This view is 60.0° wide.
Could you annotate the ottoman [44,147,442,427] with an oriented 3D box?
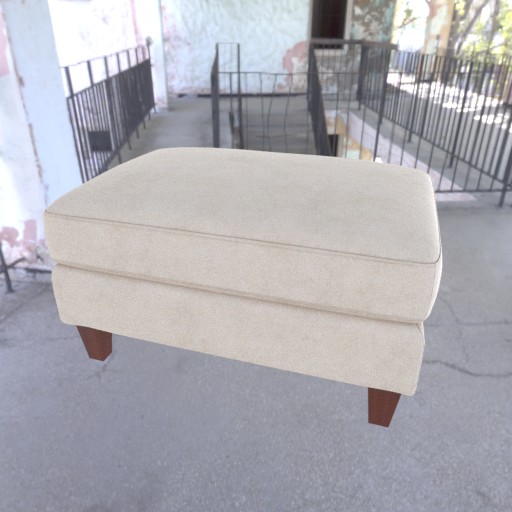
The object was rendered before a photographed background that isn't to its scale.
[{"bbox_3d":[0.000,0.000,1.183,0.864,0.483,0.584,8,28,15],"label":"ottoman"}]
